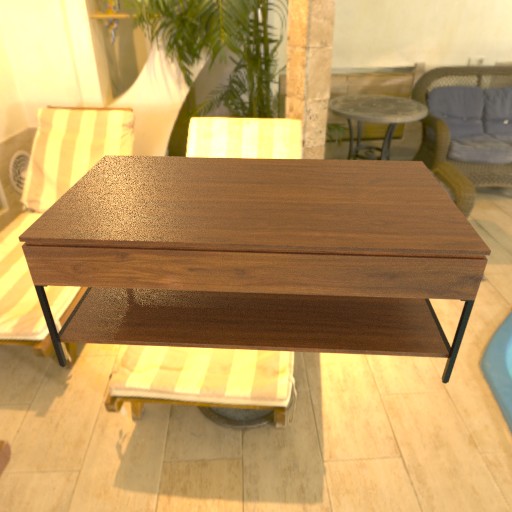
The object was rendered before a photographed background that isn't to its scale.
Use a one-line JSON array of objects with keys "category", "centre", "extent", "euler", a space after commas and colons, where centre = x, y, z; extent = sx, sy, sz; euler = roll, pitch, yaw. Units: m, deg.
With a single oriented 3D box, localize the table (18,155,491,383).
[{"category": "table", "centre": [0.000, 0.000, 1.340], "extent": [1.057, 0.414, 0.574], "euler": [2, 32, 3]}]
